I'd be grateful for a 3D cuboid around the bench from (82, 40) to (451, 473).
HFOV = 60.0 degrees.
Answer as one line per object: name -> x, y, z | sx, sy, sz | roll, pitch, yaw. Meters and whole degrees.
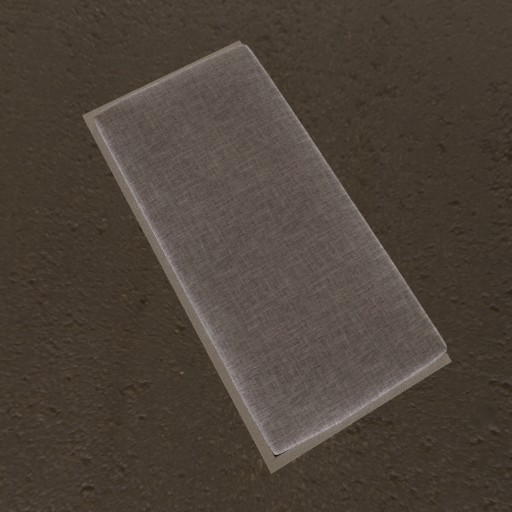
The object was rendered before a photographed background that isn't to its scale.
bench -> 0.000, 0.000, 0.999 | 0.362, 0.461, 0.734 | -29, 77, -7
